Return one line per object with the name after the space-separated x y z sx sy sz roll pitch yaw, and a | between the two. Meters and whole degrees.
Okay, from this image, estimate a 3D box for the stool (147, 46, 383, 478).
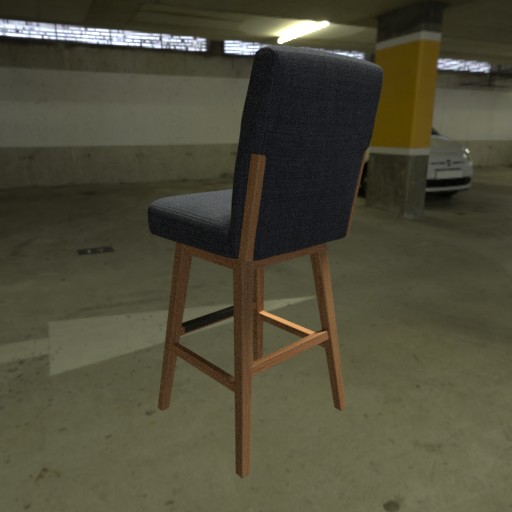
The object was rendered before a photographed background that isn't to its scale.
0.000 0.000 1.381 0.483 1.112 0.570 -14 21 -41 | stool
